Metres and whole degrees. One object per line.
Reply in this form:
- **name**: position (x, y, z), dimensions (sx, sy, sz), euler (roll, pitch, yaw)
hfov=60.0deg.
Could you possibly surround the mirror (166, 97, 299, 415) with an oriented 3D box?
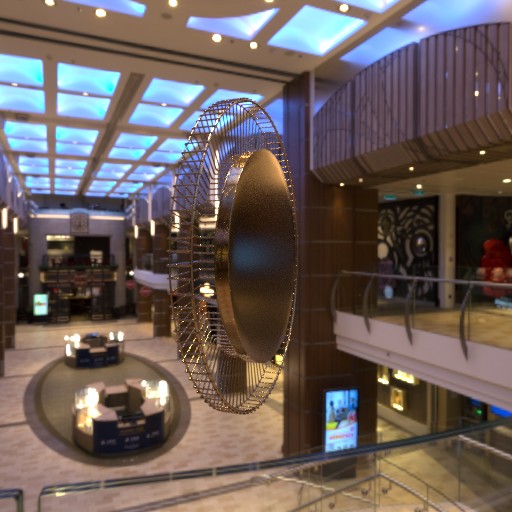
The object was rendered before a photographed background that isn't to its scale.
- **mirror**: position (0.000, 0.000, 1.042), dimensions (0.067, 0.703, 0.703), euler (0, 1, 19)
